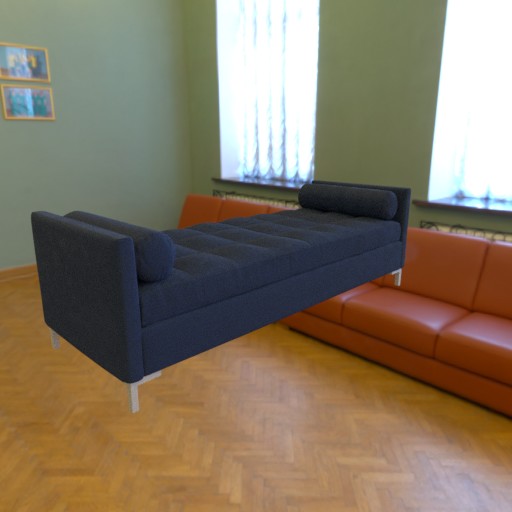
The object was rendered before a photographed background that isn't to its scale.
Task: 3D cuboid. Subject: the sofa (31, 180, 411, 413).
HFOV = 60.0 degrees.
[{"bbox_3d":[0.000,0.000,2.490,0.797,0.657,2.102,15,21,43],"label":"sofa"}]
